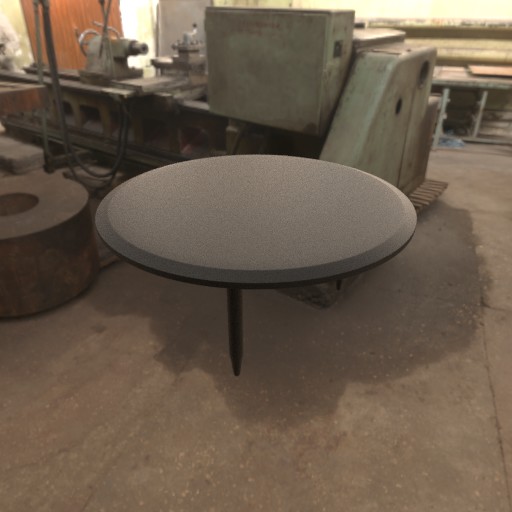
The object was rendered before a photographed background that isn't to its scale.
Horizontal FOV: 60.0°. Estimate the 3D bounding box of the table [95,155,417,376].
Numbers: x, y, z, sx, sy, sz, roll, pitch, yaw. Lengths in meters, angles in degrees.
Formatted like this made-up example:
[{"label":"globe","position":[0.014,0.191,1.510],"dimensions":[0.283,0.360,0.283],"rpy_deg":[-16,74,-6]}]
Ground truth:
[{"label":"table","position":[0.000,0.000,1.393],"dimensions":[0.900,0.400,0.900],"rpy_deg":[0,29,0]}]
